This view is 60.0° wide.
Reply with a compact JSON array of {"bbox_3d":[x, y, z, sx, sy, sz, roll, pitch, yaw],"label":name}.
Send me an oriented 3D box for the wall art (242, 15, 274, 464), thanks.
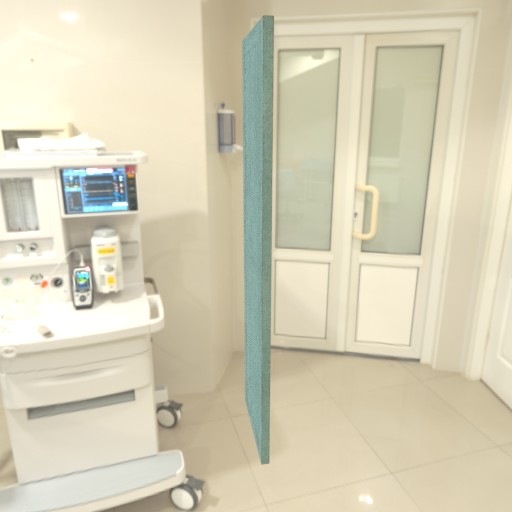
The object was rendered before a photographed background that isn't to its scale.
[{"bbox_3d":[0.000,0.000,1.320,0.025,1.219,0.329,-3,17,-10],"label":"wall art"}]
